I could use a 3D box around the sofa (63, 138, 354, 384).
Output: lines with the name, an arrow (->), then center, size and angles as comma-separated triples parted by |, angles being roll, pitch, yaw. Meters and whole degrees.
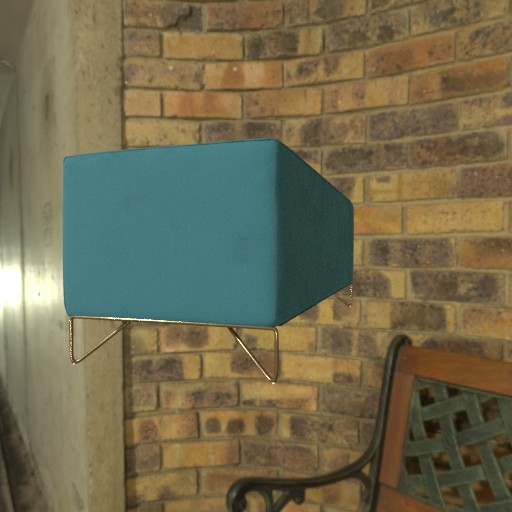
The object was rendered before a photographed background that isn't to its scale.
sofa -> 0.000, 0.000, 2.494 | 0.867, 0.789, 2.087 | 0, 1, 19
